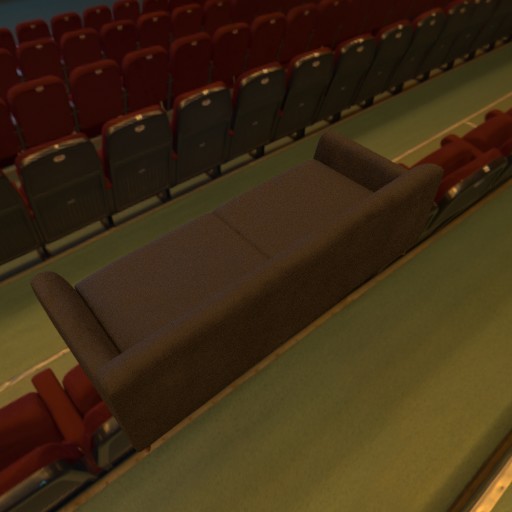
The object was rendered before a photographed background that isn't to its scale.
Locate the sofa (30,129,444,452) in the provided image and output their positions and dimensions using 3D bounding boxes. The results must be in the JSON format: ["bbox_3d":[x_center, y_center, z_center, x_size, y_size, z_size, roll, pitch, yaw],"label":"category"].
[{"bbox_3d":[0.000,0.000,2.587,2.190,0.740,0.900,-32,54,-27],"label":"sofa"}]
